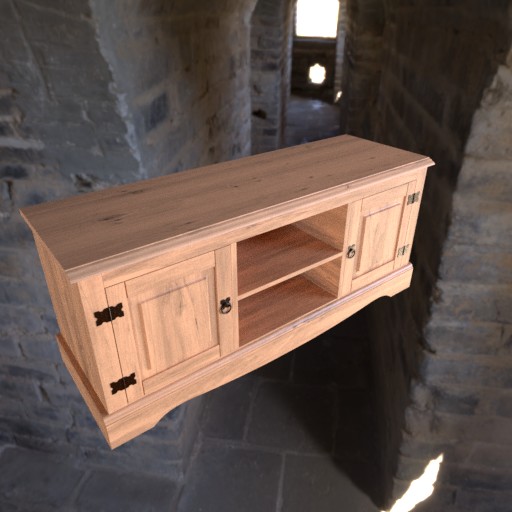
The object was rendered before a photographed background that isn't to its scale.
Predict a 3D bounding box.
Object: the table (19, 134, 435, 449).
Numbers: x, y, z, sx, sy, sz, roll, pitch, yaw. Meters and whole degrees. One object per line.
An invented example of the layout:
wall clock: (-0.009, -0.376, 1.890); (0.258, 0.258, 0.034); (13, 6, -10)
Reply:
table: (0.000, 0.000, 1.424); (1.200, 0.510, 0.400); (-21, 36, -32)
